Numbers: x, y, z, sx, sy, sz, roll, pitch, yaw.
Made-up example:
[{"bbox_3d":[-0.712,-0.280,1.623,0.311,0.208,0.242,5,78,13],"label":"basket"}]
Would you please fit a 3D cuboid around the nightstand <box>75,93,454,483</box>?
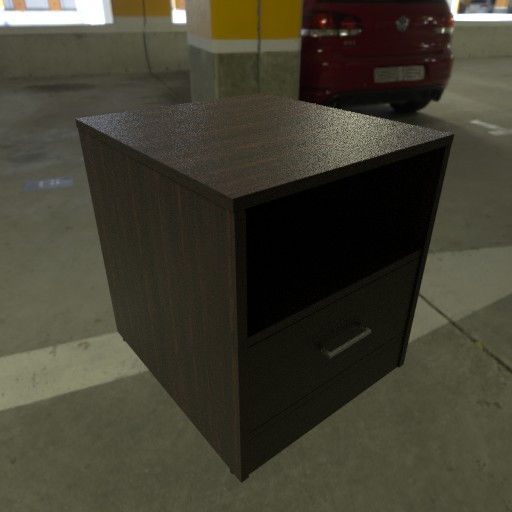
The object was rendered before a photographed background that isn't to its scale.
[{"bbox_3d":[0.000,0.000,0.799,0.400,0.460,0.461,-21,36,-33],"label":"nightstand"}]
